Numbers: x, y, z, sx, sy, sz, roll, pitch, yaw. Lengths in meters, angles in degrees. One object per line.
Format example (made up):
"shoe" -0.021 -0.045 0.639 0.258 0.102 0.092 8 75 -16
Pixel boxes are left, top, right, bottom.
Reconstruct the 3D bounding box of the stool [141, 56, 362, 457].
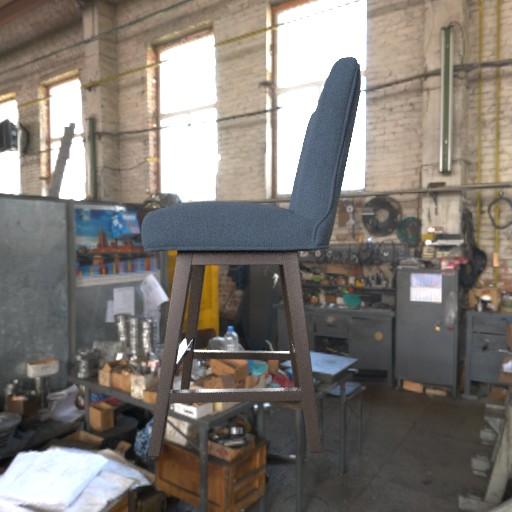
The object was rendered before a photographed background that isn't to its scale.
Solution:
"stool" 0.000 0.000 1.341 0.574 1.000 0.514 0 2 0
